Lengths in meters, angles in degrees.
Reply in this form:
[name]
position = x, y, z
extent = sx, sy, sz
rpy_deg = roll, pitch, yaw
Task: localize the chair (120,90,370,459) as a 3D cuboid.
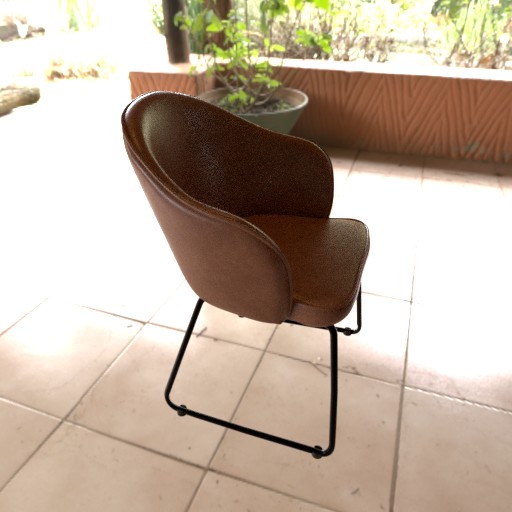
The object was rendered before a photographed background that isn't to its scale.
[chair]
position = 0.000, 0.000, 1.176
extent = 0.580, 0.785, 0.582
rpy_deg = 10, 32, 16
